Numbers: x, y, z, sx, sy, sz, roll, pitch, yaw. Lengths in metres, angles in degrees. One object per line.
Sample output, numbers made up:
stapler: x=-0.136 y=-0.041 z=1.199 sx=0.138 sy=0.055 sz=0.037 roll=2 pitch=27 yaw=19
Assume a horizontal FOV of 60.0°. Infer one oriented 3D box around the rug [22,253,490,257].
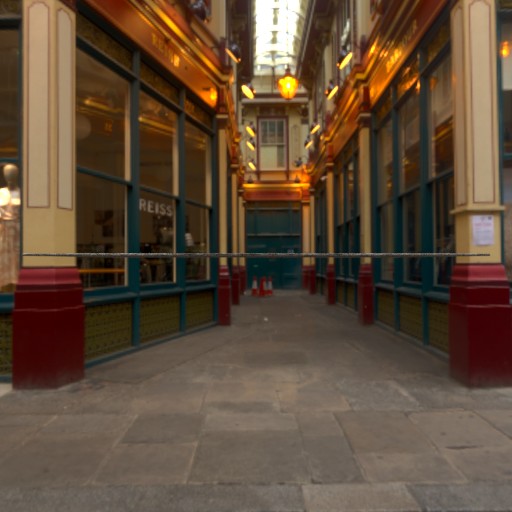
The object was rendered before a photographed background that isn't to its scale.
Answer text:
rug: x=0.000 y=0.000 z=4.810 sx=3.824 sy=0.019 sz=2.393 roll=0 pitch=0 yaw=-1
